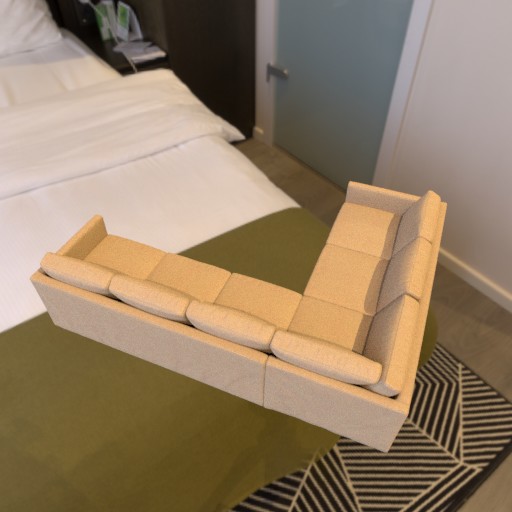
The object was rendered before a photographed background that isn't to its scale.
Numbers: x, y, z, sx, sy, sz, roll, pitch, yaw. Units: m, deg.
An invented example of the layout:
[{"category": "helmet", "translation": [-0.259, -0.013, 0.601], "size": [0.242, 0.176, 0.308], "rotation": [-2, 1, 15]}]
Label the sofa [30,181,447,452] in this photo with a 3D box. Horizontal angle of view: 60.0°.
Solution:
[{"category": "sofa", "translation": [0.000, 0.000, 4.288], "size": [3.182, 0.871, 2.432], "rotation": [16, 48, 16]}]
